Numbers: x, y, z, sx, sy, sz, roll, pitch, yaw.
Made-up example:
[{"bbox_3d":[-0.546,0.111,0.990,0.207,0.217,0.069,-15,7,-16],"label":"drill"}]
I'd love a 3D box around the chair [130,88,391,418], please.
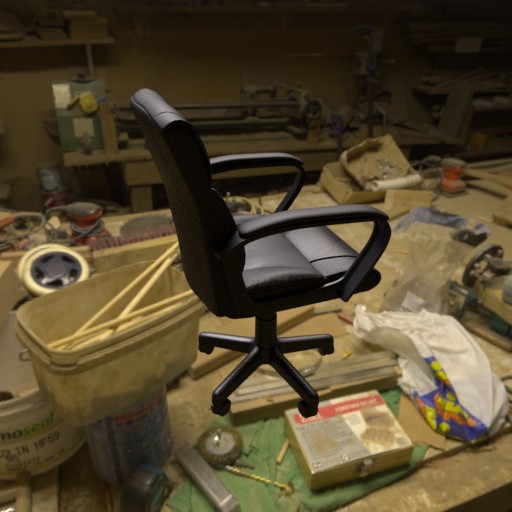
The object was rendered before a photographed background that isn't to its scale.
[{"bbox_3d":[0.000,0.000,1.391,0.641,0.998,0.576,-10,30,-18],"label":"chair"}]
